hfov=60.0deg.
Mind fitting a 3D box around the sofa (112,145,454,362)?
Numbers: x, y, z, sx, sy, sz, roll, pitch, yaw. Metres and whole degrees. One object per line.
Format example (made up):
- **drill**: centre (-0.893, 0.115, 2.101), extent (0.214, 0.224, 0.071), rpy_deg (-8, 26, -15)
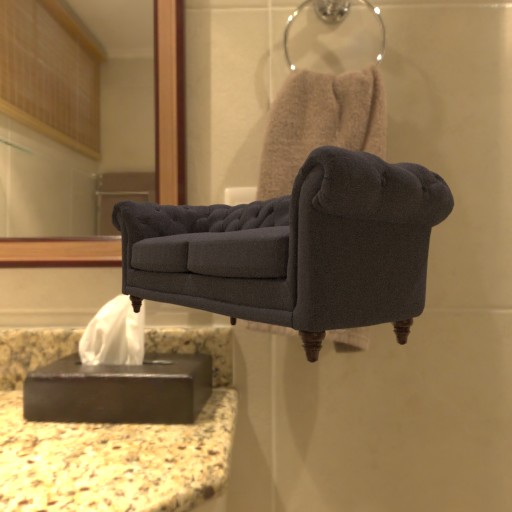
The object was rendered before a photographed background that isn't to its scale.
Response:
- **sofa**: centre (0.000, 0.000, 2.743), extent (1.046, 0.836, 2.335), rpy_deg (0, 0, -37)
